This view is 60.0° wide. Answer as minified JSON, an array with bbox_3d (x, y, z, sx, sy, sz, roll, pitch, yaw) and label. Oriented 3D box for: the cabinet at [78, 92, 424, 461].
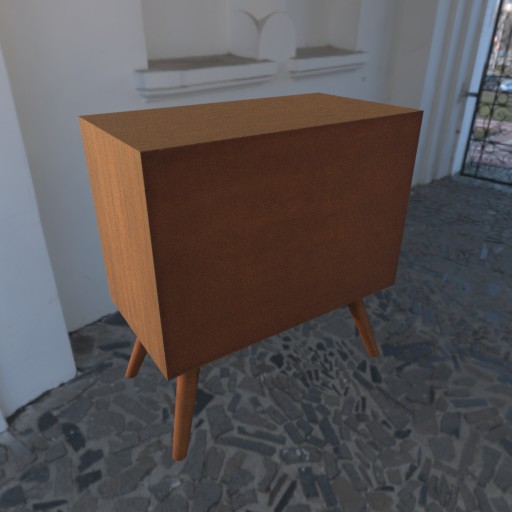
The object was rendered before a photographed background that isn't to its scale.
[{"bbox_3d":[0.000,0.000,1.201,0.712,0.748,0.388,-17,32,-30],"label":"cabinet"}]
